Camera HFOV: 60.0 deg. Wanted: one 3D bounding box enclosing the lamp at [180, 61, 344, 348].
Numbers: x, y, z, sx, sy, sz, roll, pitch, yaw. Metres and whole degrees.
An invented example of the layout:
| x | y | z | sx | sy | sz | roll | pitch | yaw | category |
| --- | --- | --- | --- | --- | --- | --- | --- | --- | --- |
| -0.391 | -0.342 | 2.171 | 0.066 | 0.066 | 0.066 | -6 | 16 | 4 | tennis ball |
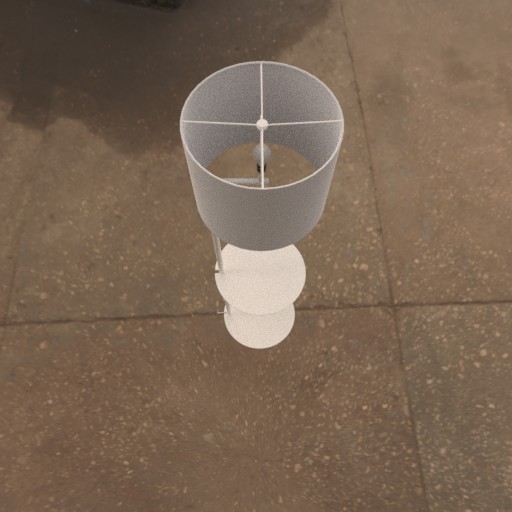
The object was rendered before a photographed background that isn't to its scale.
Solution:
| x | y | z | sx | sy | sz | roll | pitch | yaw | category |
| --- | --- | --- | --- | --- | --- | --- | --- | --- | --- |
| 0.000 | 0.000 | 1.669 | 0.405 | 1.465 | 0.372 | 0 | 65 | 0 | lamp |
